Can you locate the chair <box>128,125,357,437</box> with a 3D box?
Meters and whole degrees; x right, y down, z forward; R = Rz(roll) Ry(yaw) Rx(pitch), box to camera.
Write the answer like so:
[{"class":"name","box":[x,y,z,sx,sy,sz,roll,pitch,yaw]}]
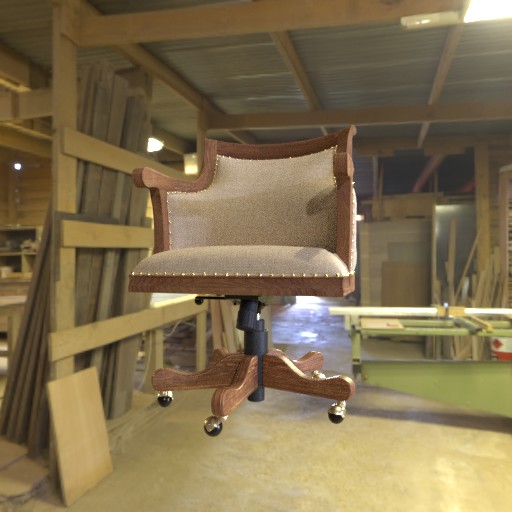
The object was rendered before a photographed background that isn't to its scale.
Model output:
[{"class":"chair","box":[0.000,0.000,1.468,0.656,0.965,0.689,0,-1,17]}]
